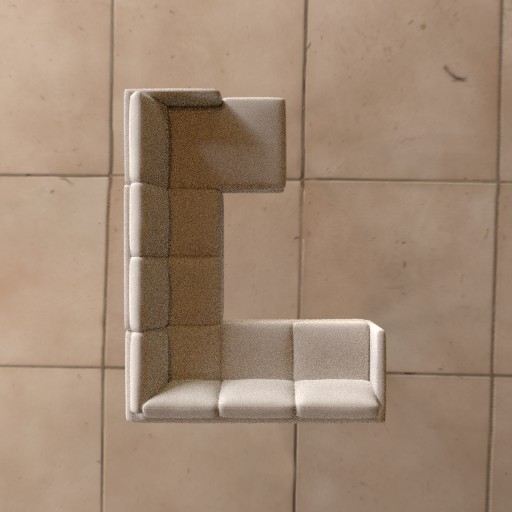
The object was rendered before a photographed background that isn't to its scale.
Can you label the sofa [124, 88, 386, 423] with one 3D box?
[{"bbox_3d":[0.000,0.000,4.515,2.551,0.853,3.238,0,91,0],"label":"sofa"}]
